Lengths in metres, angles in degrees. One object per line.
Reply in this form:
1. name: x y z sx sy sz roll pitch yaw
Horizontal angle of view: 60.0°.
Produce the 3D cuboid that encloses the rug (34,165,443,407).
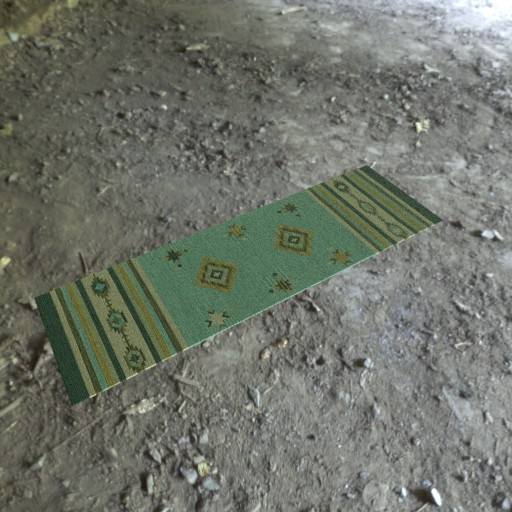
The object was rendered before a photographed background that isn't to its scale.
1. rug: 0.000 0.000 2.695 2.441 0.010 0.744 -24 50 -22
